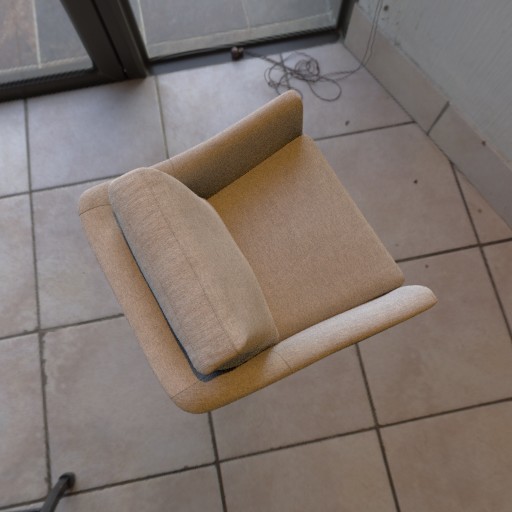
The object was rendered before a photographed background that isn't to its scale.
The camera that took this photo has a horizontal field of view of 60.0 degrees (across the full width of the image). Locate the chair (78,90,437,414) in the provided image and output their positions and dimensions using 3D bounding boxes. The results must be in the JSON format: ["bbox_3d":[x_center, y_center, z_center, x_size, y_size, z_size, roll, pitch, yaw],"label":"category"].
[{"bbox_3d":[0.000,0.000,1.714,0.961,0.902,0.986,-29,77,-7],"label":"chair"}]
